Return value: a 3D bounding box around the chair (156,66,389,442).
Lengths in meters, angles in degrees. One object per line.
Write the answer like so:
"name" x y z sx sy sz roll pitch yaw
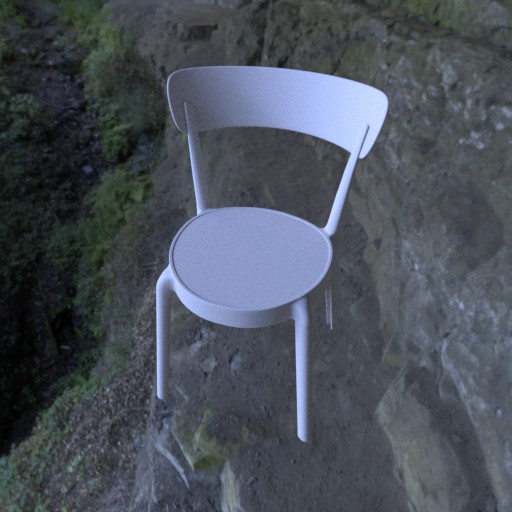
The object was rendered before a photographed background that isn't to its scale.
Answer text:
"chair" 0.000 0.000 1.139 0.506 0.790 0.491 12 42 13
